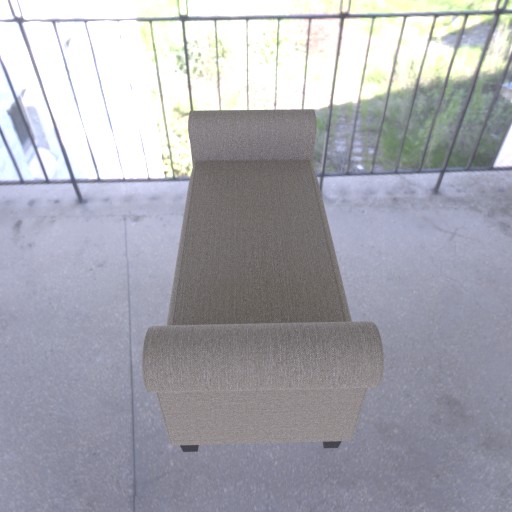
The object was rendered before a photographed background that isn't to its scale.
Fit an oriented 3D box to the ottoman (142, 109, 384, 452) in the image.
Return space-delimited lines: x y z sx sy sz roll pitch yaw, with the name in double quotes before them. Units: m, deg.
"ottoman" 0.000 0.000 1.534 0.521 0.547 1.256 -1 42 -1
